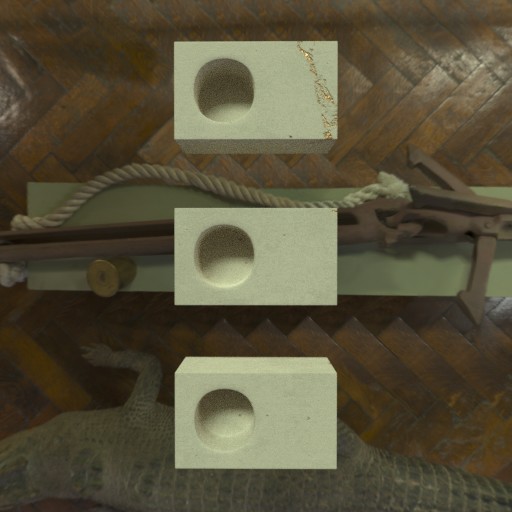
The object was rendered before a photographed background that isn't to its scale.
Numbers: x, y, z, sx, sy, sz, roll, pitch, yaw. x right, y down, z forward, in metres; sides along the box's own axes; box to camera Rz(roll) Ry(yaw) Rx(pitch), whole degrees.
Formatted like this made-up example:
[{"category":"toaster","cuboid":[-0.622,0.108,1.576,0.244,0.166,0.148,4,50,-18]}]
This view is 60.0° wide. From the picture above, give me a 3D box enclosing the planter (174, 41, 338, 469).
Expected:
[{"category":"planter","cuboid":[0.000,0.000,0.371,0.127,0.051,0.333,0,91,0]}]
